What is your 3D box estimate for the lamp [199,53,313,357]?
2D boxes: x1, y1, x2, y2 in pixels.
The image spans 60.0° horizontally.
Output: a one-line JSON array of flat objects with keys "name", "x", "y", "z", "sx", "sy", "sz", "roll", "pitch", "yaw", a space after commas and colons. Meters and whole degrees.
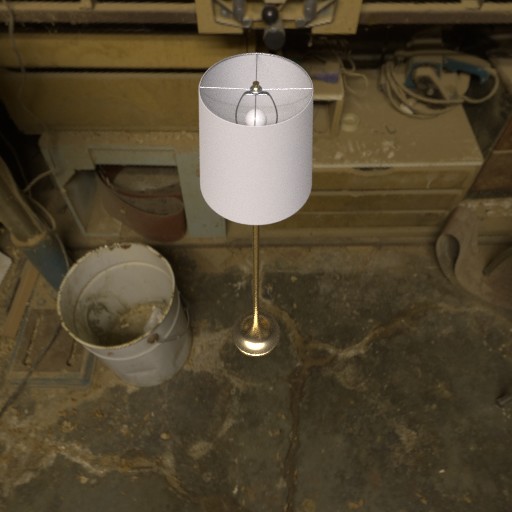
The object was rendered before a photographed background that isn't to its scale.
[{"name": "lamp", "x": 0.000, "y": 0.000, "z": 1.705, "sx": 0.337, "sy": 1.543, "sz": 0.337, "roll": 0, "pitch": 58, "yaw": 0}]
